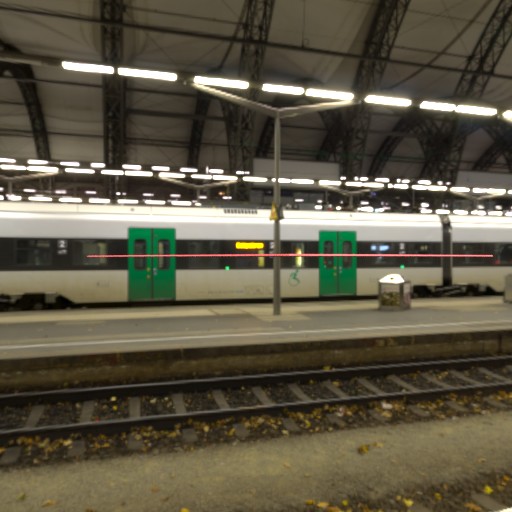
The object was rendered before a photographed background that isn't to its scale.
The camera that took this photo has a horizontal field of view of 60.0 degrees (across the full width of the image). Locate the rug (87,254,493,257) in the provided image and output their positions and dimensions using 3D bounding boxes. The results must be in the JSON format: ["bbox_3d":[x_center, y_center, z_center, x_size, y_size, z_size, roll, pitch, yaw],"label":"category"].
[{"bbox_3d":[0.000,0.000,3.014,1.534,0.010,2.423,0,0,-37],"label":"rug"}]
